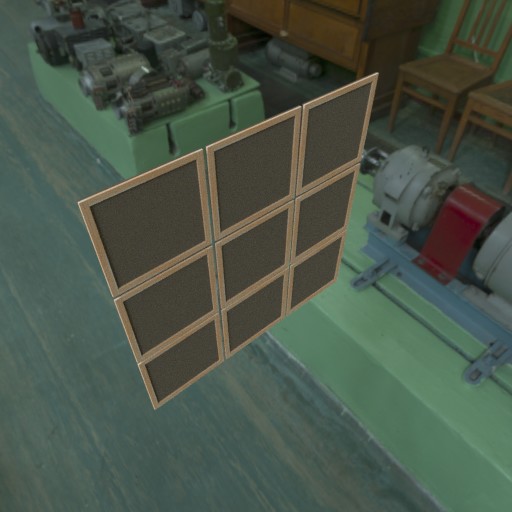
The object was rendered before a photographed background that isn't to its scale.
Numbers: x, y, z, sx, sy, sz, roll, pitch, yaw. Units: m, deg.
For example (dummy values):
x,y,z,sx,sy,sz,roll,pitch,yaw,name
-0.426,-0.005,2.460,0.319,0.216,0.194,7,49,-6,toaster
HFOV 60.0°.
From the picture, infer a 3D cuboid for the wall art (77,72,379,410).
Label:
x,y,z,sx,sy,sz,roll,pitch,yaw,name
0.000,0.000,1.868,1.216,1.218,0.013,-31,54,-26,wall art
